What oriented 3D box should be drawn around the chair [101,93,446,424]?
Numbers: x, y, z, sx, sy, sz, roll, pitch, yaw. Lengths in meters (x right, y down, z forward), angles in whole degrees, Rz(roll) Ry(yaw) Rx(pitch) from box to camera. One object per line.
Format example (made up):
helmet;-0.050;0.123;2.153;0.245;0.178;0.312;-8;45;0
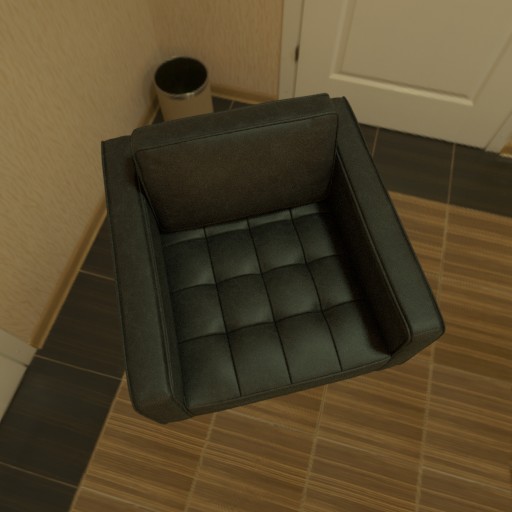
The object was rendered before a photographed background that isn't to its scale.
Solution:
chair;0.000;0.000;1.525;0.889;0.763;0.914;-12;65;-6
